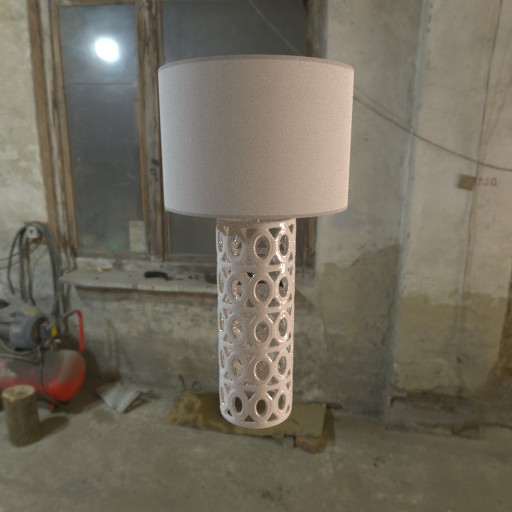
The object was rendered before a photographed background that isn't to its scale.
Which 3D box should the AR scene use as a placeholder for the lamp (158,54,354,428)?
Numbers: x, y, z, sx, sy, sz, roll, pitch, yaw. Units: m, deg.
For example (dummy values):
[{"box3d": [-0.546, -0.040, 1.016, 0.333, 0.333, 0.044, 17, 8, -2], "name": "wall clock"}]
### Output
[{"box3d": [0.000, 0.000, 0.828, 0.325, 0.636, 0.324, -6, 15, -25], "name": "lamp"}]
